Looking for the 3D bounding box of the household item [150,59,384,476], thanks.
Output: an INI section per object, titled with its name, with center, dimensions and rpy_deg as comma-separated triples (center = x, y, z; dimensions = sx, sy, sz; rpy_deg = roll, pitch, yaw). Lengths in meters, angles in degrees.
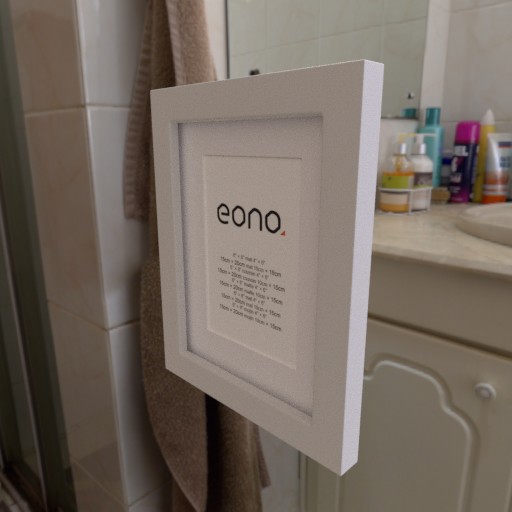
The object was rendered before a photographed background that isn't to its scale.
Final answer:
[household item]
center = 0.000, 0.000, 0.339
dimensions = 0.045, 0.250, 0.200
rpy_deg = -14, 20, -43
